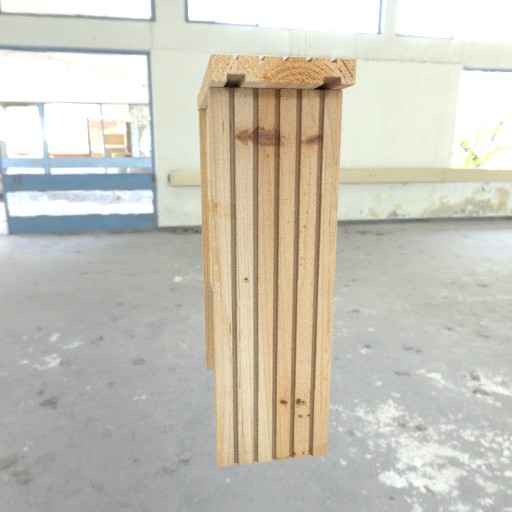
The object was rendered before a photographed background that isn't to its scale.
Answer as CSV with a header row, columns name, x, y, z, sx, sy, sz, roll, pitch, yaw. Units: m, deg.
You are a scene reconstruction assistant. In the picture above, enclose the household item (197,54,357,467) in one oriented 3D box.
name,x,y,z,sx,sy,sz,roll,pitch,yaw
household item,0.000,0.000,0.554,0.123,0.407,0.301,-2,14,-9
